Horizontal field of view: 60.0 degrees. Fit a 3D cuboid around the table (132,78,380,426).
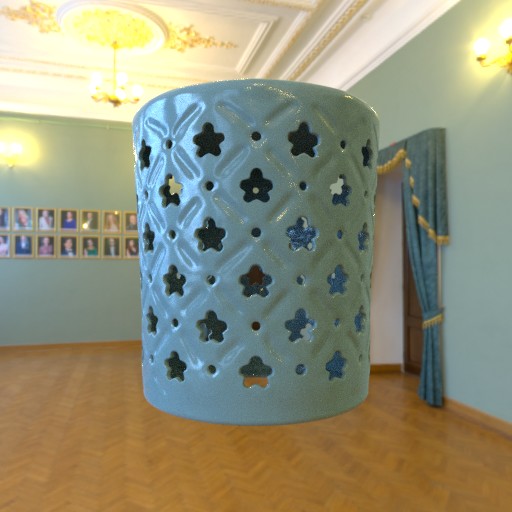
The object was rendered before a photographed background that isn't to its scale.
[{"bbox_3d":[0.000,0.000,0.648,0.352,0.387,0.352,0,-1,0],"label":"table"}]
